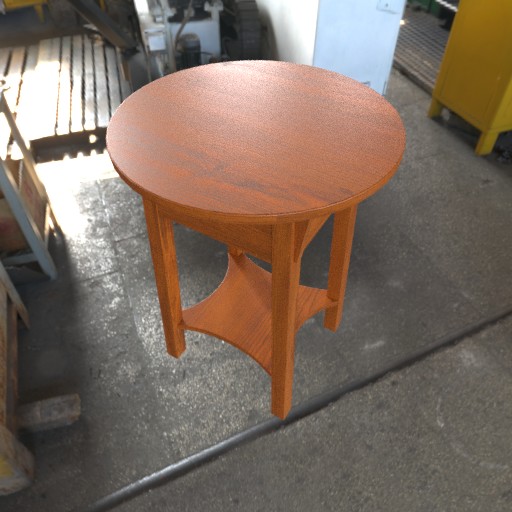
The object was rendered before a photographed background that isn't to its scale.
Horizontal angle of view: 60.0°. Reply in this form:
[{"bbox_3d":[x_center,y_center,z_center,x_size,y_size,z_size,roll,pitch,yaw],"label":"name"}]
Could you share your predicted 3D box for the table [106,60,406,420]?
[{"bbox_3d":[0.000,0.000,0.910,0.457,0.610,0.457,0,46,0],"label":"table"}]
